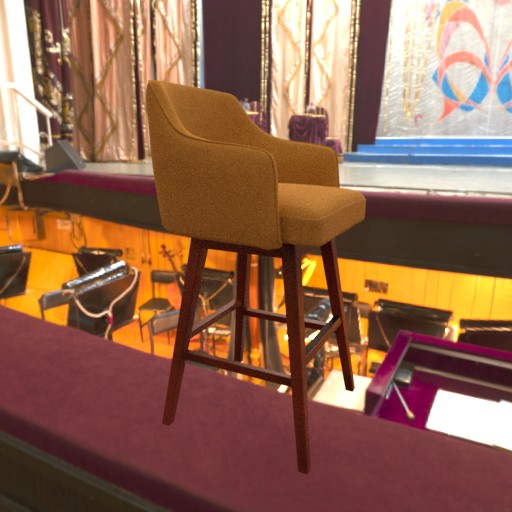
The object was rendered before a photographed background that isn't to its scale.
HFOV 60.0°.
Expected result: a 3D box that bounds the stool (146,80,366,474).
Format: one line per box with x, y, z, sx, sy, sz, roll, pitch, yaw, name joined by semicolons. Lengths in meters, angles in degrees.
0.000;0.000;1.357;0.558;1.012;0.548;7;16;26;stool
